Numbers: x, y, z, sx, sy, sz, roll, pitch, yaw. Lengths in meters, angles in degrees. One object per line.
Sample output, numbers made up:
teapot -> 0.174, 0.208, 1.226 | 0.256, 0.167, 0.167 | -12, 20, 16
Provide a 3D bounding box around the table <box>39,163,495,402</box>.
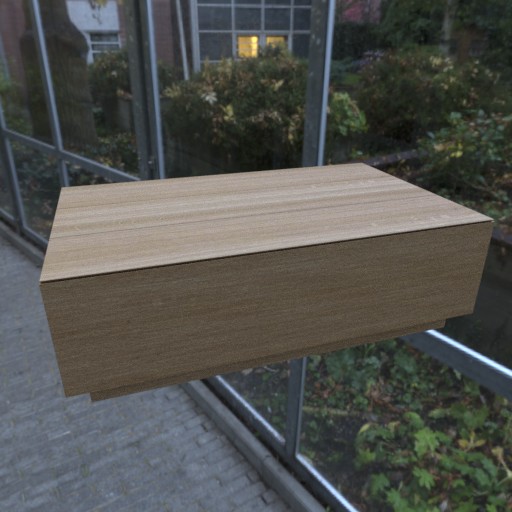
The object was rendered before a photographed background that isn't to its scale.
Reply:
table -> 0.000, 0.000, 1.382 | 1.110, 0.353, 0.678 | -8, 26, -16
